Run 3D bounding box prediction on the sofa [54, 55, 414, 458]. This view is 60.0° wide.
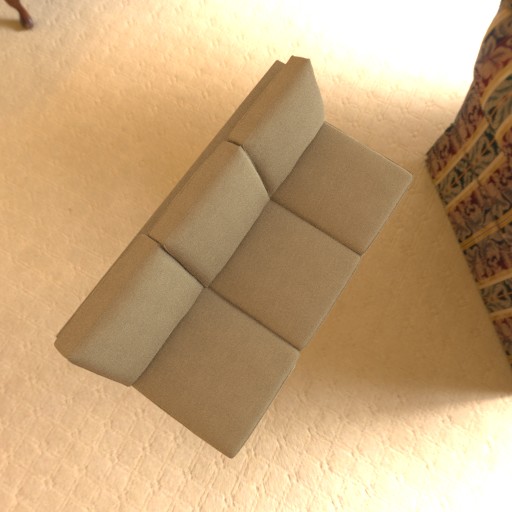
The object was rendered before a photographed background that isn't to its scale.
[{"bbox_3d":[0.000,0.000,2.725,1.127,1.036,2.092,33,77,9],"label":"sofa"}]
